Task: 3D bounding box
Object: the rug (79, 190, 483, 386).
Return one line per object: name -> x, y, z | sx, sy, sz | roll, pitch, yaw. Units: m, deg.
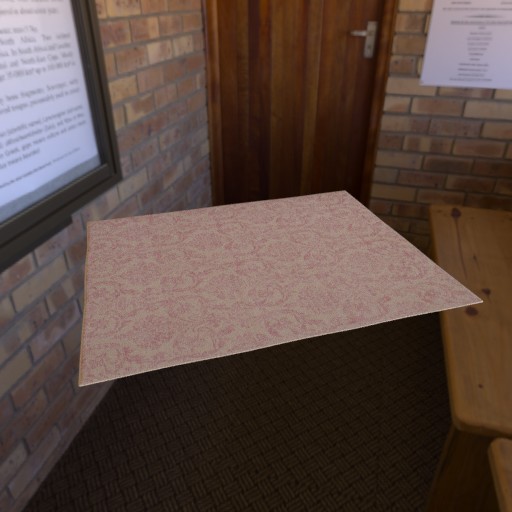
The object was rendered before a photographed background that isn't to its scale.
rug -> 0.000, 0.000, 4.049 | 2.980, 0.012, 2.363 | -9, 32, -14
